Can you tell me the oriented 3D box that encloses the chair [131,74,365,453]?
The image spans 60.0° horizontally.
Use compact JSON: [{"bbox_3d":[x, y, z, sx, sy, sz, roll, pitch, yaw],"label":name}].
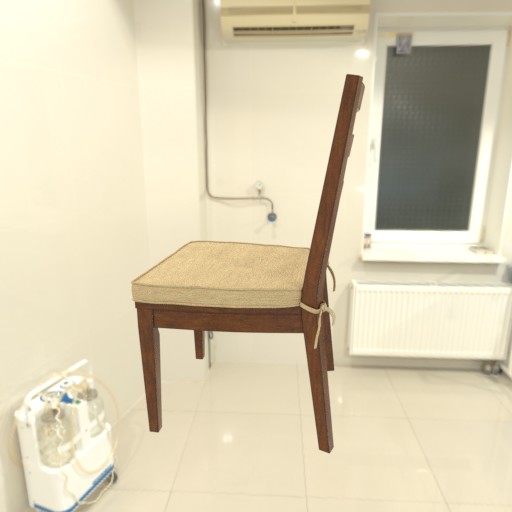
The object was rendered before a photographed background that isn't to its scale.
[{"bbox_3d":[0.000,0.000,1.372,0.595,0.979,0.593,3,15,10],"label":"chair"}]
